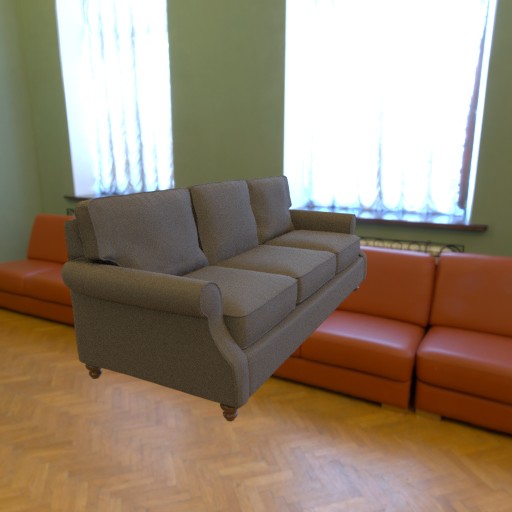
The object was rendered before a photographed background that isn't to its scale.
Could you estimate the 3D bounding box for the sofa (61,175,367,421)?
[{"bbox_3d":[0.000,0.000,2.884,0.966,0.948,2.353,7,15,26],"label":"sofa"}]
